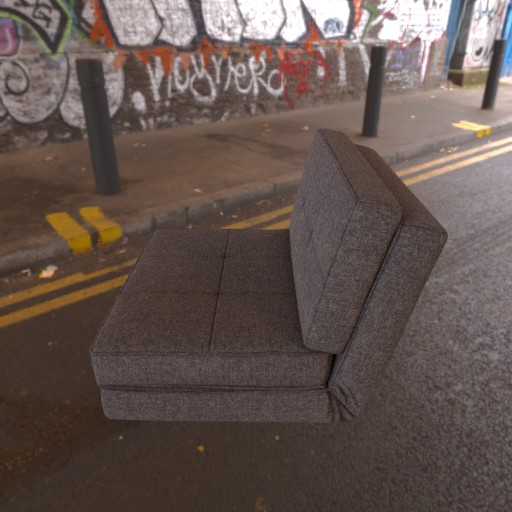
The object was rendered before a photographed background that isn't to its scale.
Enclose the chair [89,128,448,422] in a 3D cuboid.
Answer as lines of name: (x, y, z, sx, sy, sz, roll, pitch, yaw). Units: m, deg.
chair: (0.000, 0.000, 1.320, 0.800, 0.615, 0.740, 0, 27, 1)
